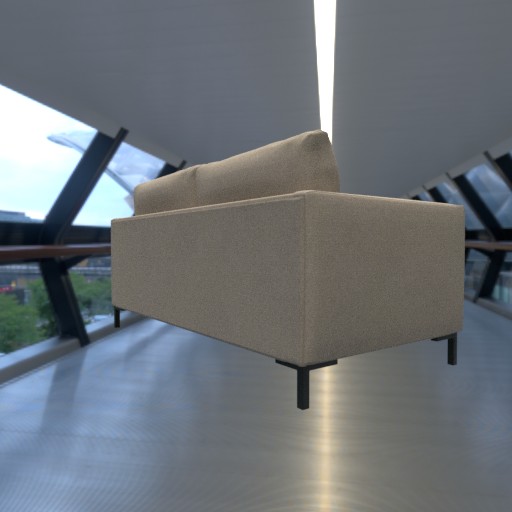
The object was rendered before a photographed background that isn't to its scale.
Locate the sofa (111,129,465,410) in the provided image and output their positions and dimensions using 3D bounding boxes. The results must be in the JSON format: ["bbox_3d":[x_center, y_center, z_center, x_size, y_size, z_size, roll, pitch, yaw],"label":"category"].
[{"bbox_3d":[0.000,0.000,2.150,0.875,0.840,1.682,-1,2,-36],"label":"sofa"}]
